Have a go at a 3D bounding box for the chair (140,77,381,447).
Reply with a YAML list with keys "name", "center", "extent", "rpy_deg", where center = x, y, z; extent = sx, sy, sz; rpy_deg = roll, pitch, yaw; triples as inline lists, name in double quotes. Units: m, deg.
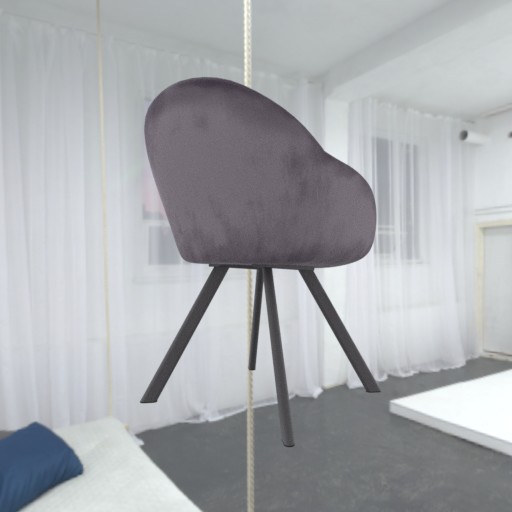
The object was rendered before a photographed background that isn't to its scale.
- name: "chair"
  center: [0.000, 0.000, 1.225]
  extent: [0.550, 0.795, 0.590]
  rpy_deg: [0, -1, 37]
